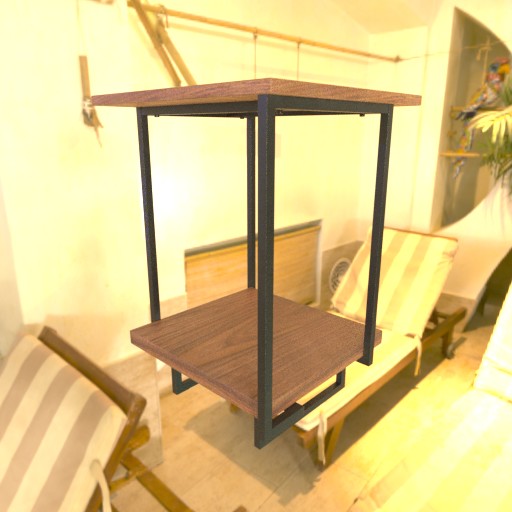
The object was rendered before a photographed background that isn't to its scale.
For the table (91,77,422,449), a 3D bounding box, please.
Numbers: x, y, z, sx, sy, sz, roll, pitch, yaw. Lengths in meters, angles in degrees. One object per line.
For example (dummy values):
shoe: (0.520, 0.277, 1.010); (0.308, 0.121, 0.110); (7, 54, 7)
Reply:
table: (0.000, 0.000, 0.830); (0.411, 0.567, 0.384); (15, 22, 41)
